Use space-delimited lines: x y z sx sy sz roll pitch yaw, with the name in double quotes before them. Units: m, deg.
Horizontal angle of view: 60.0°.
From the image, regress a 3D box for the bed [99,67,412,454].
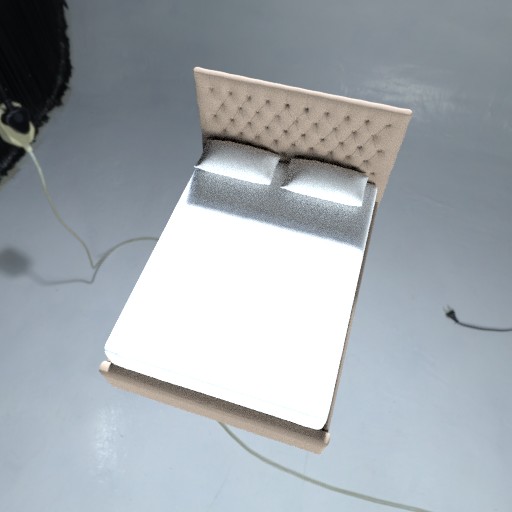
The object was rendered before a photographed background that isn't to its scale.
"bed" 0.000 0.000 3.361 1.696 1.426 2.233 15 60 9
